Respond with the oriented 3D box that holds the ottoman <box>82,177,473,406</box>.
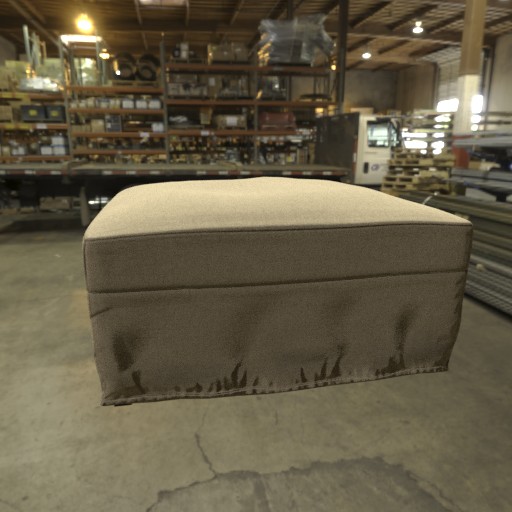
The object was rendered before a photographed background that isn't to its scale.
[{"bbox_3d":[0.000,0.000,1.316,0.843,0.436,0.840,-3,15,-11],"label":"ottoman"}]
